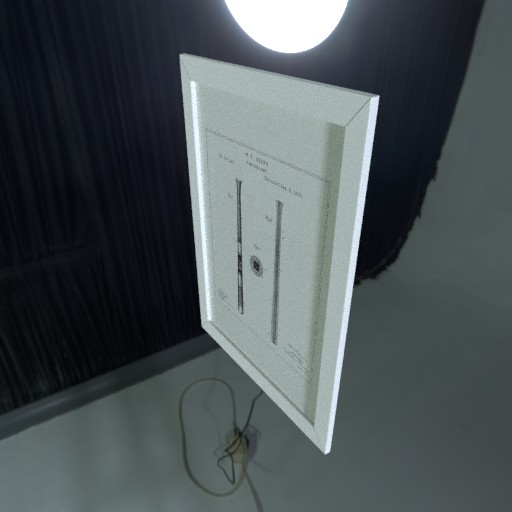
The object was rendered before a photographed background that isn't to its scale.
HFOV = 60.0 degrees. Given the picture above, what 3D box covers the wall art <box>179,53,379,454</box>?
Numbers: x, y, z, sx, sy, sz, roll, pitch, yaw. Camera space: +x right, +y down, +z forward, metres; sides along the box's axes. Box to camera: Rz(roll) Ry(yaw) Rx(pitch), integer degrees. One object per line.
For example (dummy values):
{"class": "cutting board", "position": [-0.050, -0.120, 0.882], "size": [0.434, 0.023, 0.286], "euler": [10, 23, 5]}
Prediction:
{"class": "wall art", "position": [0.000, 0.000, 0.675], "size": [0.012, 0.529, 0.374], "euler": [-21, 37, -30]}
